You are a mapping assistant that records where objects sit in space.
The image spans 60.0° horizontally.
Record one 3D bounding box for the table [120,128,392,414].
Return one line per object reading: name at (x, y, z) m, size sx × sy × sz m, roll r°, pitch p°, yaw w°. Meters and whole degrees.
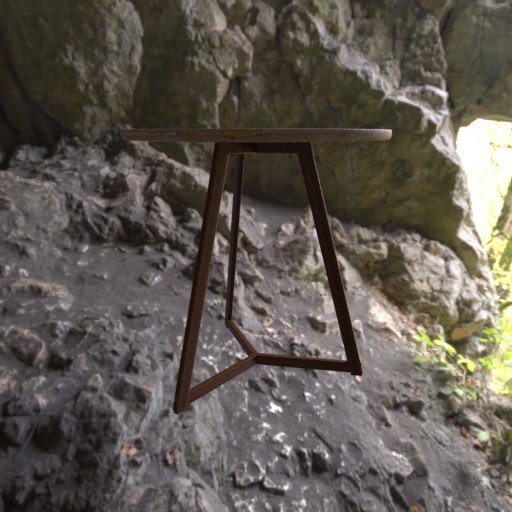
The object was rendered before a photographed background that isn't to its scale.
table at (0.000, 0.000, 0.915) m, size 0.500 × 0.500 × 0.500 m, roll 0°, pitch 15°, yaw 0°
